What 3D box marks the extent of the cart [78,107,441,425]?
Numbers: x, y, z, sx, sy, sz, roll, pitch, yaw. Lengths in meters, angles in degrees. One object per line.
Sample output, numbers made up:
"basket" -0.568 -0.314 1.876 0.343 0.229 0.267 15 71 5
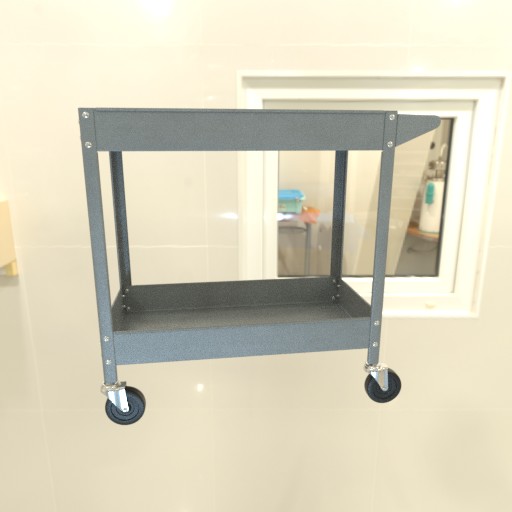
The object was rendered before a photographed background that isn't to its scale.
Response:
"cart" 0.000 0.000 1.176 0.779 0.719 0.366 -2 15 -8
